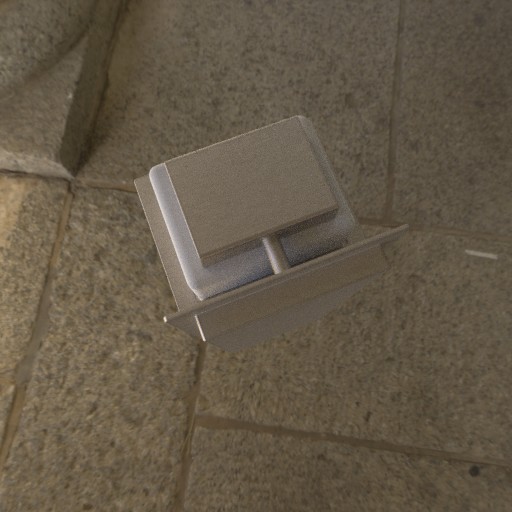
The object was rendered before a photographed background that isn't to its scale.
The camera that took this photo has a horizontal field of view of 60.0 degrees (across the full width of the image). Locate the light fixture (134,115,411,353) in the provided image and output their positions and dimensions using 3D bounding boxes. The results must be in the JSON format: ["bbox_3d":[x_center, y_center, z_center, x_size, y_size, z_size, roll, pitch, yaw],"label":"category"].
[{"bbox_3d":[0.000,0.000,0.476,0.168,0.380,0.160,-21,77,-5],"label":"light fixture"}]
